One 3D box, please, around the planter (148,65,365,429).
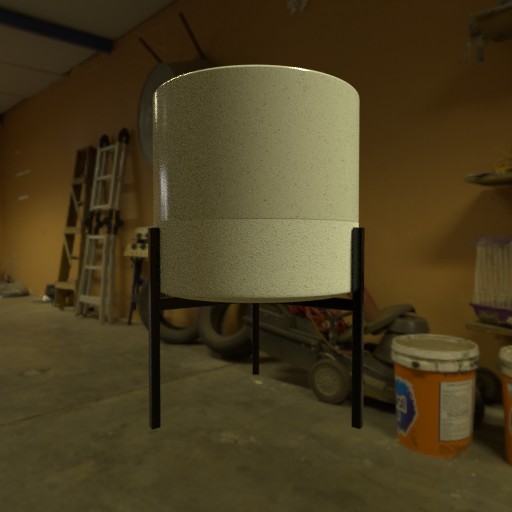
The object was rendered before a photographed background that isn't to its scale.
[{"bbox_3d":[0.000,0.000,0.342,0.152,0.230,0.159,0,2,0],"label":"planter"}]
